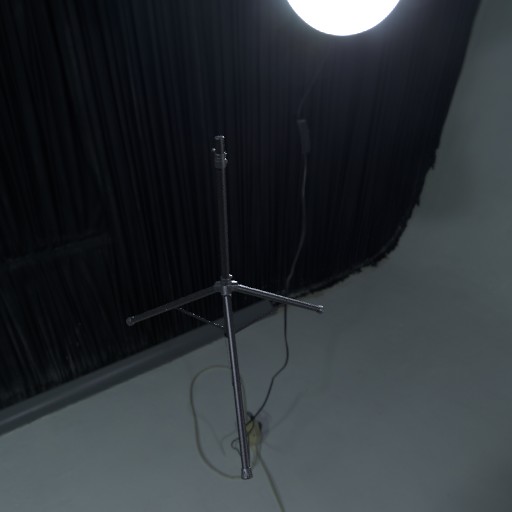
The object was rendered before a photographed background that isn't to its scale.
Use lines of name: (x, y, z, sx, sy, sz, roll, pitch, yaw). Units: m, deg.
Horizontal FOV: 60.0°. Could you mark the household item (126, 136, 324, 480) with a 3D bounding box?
household item: (0.000, 0.000, 2.780, 1.339, 1.595, 1.596, -21, 39, -29)
